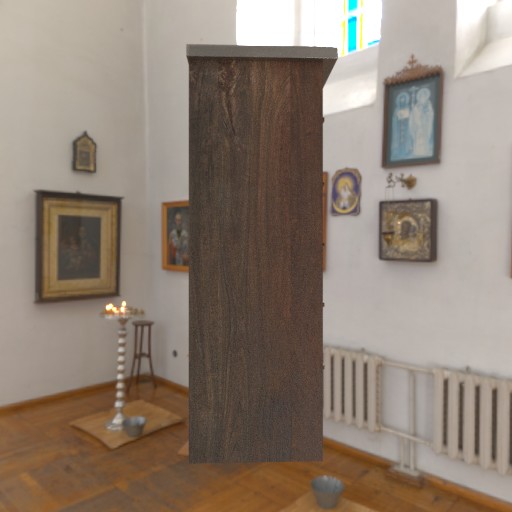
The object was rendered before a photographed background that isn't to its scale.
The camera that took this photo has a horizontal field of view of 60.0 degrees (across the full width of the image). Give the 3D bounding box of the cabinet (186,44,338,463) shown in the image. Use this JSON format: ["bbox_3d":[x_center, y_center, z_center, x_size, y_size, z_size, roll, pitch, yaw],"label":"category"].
[{"bbox_3d":[0.000,0.000,1.450,0.338,0.919,0.968,0,0,-2],"label":"cabinet"}]
